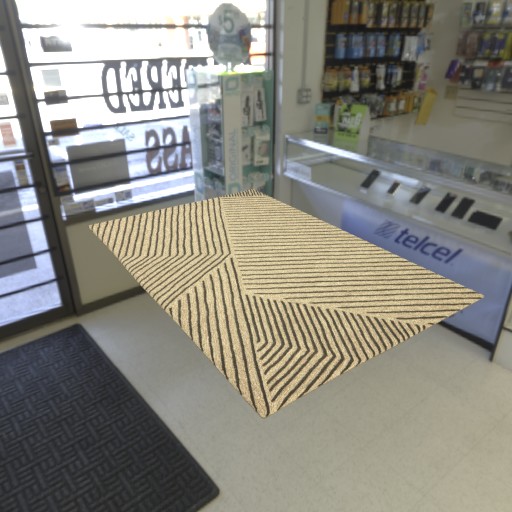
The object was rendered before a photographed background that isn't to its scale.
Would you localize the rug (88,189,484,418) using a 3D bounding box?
[{"bbox_3d":[0.000,0.000,2.356,1.237,0.019,1.842,-18,32,-31],"label":"rug"}]
